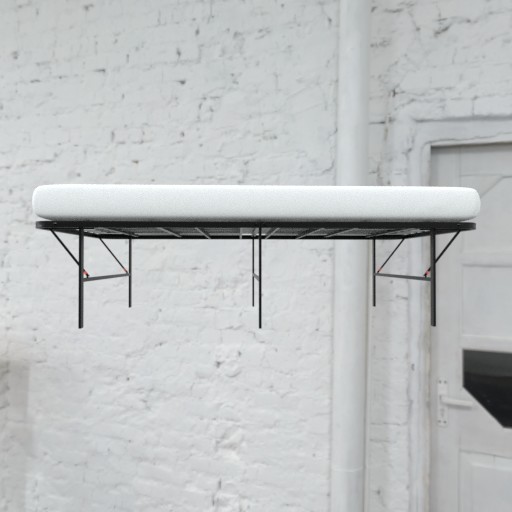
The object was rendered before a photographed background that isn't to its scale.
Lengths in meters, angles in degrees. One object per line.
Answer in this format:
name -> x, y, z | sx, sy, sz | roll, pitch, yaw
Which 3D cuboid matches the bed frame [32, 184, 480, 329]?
bed frame -> 0.000, 0.000, 2.327 | 1.903, 0.619, 0.989 | 0, -1, -2
